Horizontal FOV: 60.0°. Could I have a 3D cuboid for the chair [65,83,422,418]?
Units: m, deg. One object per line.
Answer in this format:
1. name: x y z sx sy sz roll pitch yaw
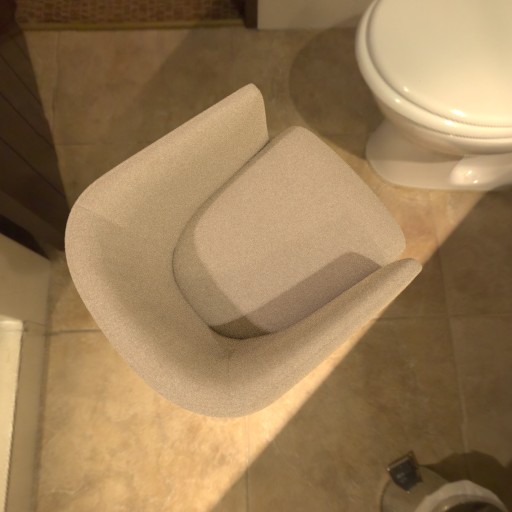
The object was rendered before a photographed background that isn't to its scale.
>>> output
1. chair: 0.000 0.000 1.593 0.986 0.861 0.822 -38 79 -9
